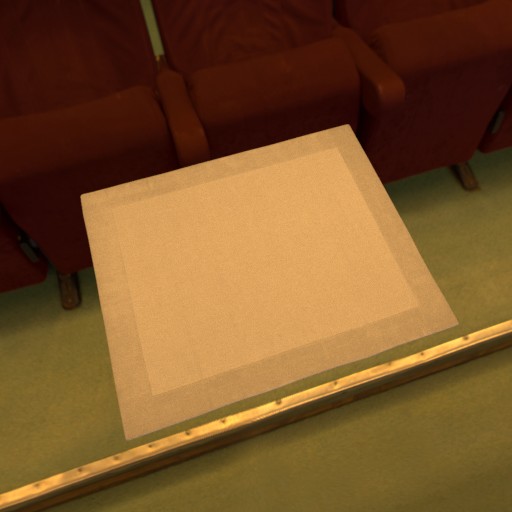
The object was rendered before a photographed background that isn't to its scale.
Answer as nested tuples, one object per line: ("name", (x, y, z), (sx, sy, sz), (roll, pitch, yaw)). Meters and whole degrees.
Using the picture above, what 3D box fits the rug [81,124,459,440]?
("rug", (0.000, 0.000, 4.196), (2.976, 0.018, 2.430), (-17, 65, -8))
